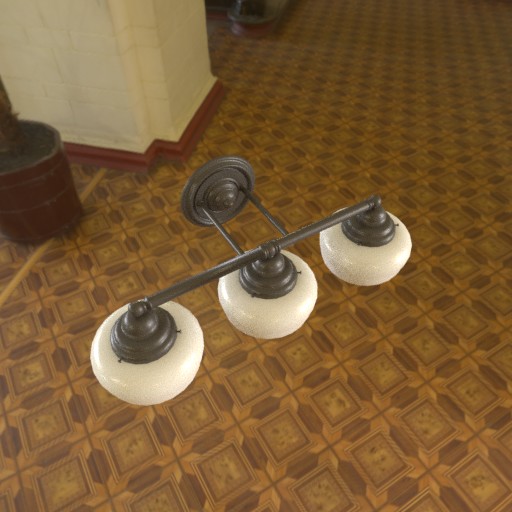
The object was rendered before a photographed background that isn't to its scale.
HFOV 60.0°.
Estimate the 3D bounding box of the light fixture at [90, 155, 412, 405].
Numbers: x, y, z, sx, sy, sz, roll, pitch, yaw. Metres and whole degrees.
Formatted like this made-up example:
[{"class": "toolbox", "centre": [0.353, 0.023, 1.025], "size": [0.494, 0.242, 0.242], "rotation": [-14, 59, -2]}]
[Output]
[{"class": "light fixture", "centre": [0.000, 0.000, 0.723], "size": [0.587, 0.242, 0.239], "rotation": [-24, 52, -21]}]
